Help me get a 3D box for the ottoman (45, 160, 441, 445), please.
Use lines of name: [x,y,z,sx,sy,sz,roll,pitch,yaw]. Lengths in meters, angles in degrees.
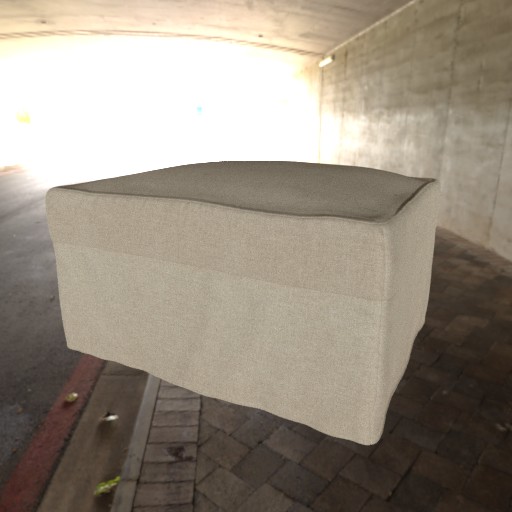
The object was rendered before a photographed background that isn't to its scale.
ottoman: [0.000,0.000,1.193,0.833,0.485,0.650,9,19,27]
